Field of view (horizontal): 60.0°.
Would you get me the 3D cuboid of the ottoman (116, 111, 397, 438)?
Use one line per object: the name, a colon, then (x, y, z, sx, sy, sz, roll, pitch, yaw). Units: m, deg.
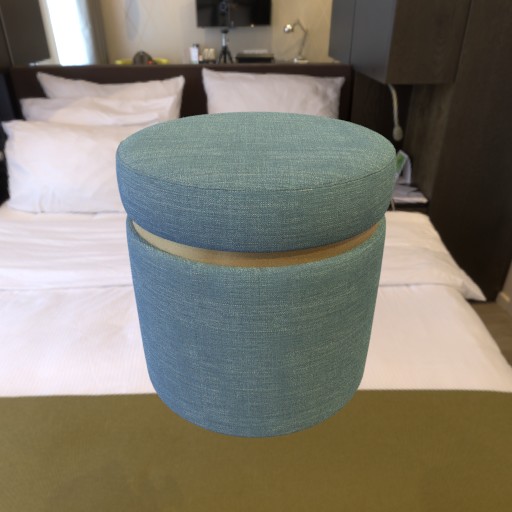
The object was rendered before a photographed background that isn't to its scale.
ottoman: (0.000, 0.000, 0.729, 0.398, 0.406, 0.398, 0, 29, 0)
